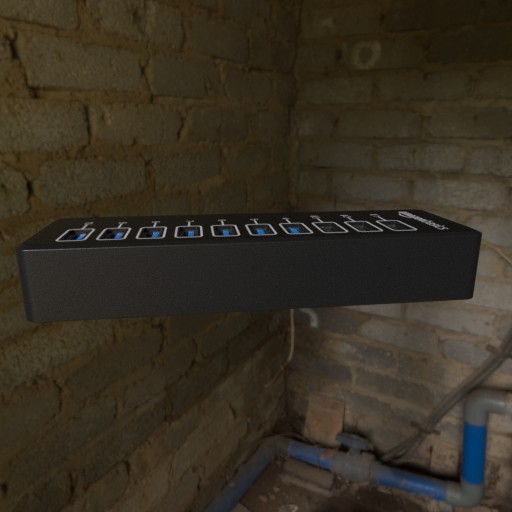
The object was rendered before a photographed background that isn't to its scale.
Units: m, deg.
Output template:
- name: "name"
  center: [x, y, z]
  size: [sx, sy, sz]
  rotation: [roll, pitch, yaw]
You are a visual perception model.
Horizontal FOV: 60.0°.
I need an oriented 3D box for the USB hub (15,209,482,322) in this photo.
- name: "USB hub"
  center: [0.000, 0.000, 0.157]
  size: [0.145, 0.023, 0.044]
  rotation: [-2, 16, -7]
